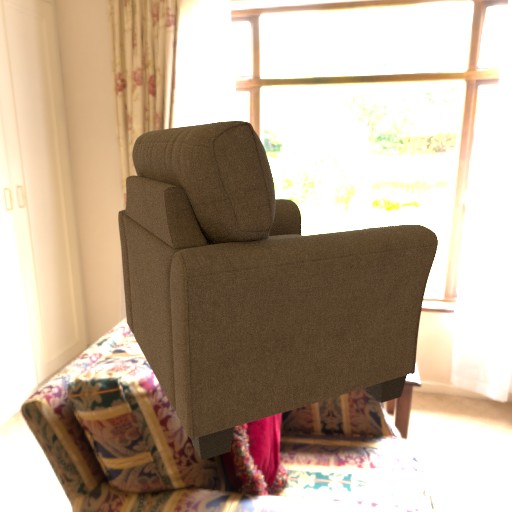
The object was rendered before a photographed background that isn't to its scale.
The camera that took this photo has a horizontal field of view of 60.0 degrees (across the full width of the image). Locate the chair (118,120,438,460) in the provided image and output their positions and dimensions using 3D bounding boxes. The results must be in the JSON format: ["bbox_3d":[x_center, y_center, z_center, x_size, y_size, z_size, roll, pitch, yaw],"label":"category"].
[{"bbox_3d":[0.000,0.000,1.603,0.816,0.890,0.941,-7,15,-25],"label":"chair"}]
